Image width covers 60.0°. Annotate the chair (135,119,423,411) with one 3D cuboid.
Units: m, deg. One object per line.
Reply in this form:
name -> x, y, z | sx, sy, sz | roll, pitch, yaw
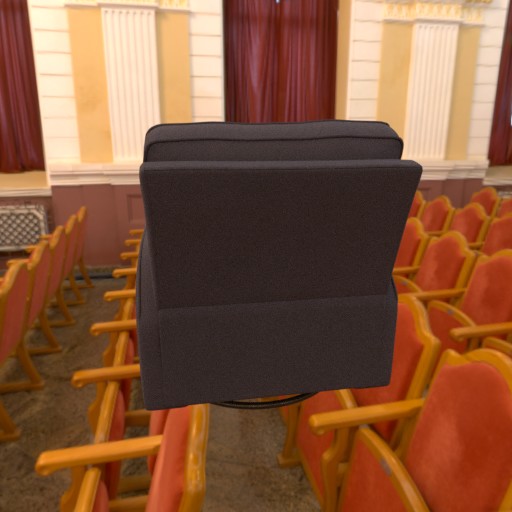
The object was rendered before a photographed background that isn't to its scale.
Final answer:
chair -> 0.000, 0.000, 1.665 | 0.861, 0.962, 0.964 | -3, 15, -10
